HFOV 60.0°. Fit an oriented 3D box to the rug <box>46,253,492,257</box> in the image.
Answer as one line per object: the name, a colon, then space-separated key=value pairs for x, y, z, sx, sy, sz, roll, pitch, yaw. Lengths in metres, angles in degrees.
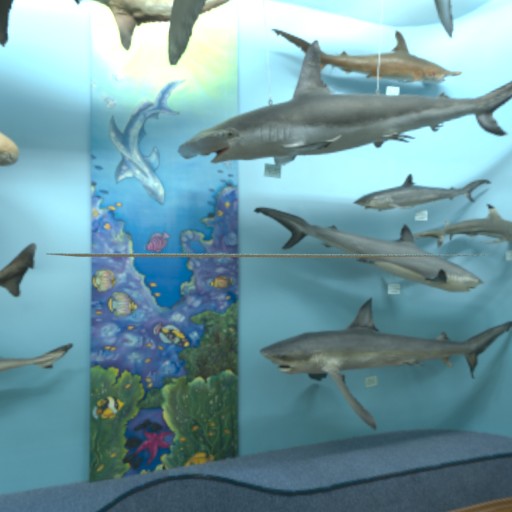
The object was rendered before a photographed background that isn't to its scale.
rug: x=0.000 y=0.000 z=3.665 sx=2.895 sy=0.006 sz=1.982 roll=0 pitch=0 yaw=-18
